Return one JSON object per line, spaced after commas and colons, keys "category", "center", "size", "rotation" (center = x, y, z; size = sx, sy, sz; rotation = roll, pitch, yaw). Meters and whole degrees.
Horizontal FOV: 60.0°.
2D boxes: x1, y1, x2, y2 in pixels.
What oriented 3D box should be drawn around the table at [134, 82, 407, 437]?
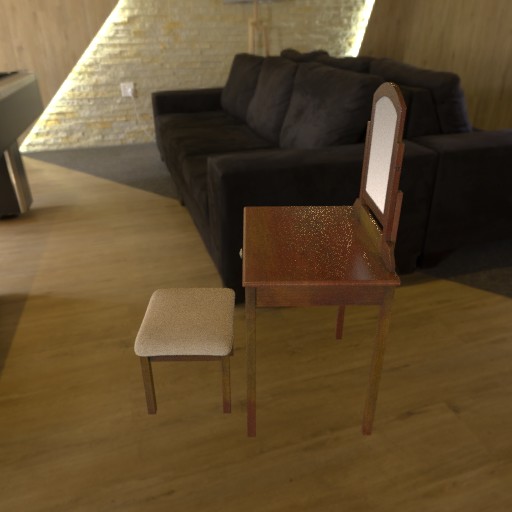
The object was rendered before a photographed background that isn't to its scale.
{"category": "table", "center": [0.000, 0.000, 2.232], "size": [1.211, 1.631, 0.876], "rotation": [0, 27, -1]}
